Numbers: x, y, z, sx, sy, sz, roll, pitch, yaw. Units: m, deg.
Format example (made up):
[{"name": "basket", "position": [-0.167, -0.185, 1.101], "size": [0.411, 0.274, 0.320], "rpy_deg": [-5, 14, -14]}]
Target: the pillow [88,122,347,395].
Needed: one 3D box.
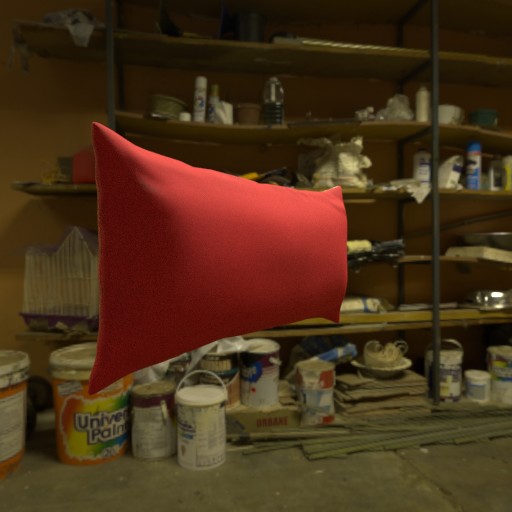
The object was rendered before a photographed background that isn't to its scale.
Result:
[{"name": "pillow", "position": [0.000, 0.000, 0.717], "size": [0.151, 0.297, 0.608], "rpy_deg": [0, 1, 36]}]
